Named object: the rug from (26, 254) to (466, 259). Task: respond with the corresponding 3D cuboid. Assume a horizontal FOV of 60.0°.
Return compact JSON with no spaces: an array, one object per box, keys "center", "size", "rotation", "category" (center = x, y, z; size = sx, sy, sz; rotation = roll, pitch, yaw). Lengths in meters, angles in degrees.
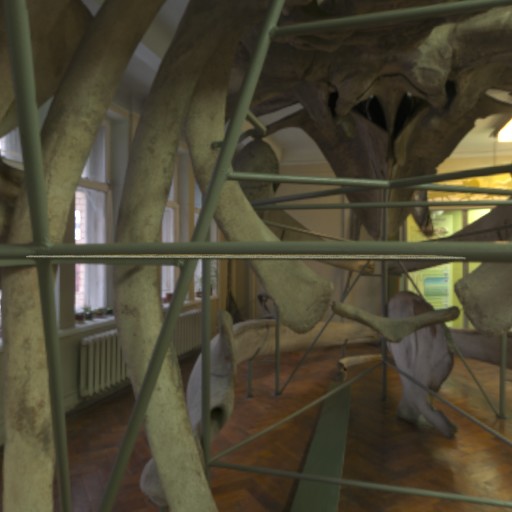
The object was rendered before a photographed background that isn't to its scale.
[{"center":[0.000,0.000,2.898],"size":[2.284,0.008,1.522],"rotation":[0,1,17],"category":"rug"}]
